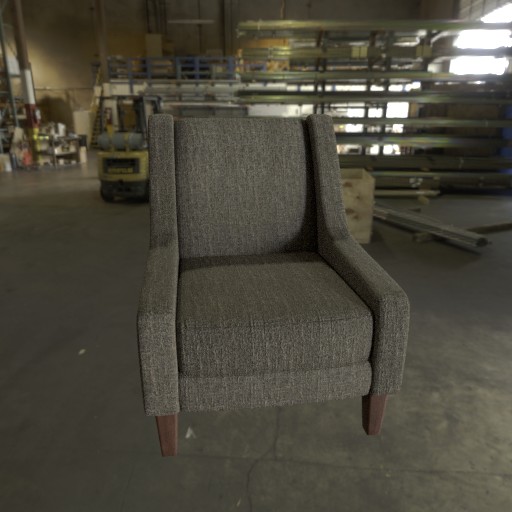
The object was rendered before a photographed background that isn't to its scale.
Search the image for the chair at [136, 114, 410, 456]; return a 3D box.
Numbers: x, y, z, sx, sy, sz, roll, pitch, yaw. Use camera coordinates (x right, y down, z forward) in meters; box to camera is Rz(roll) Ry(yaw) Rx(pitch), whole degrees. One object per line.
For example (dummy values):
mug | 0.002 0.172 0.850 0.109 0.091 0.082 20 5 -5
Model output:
chair | 0.000 0.000 1.654 0.793 1.012 0.944 -3 18 -8
